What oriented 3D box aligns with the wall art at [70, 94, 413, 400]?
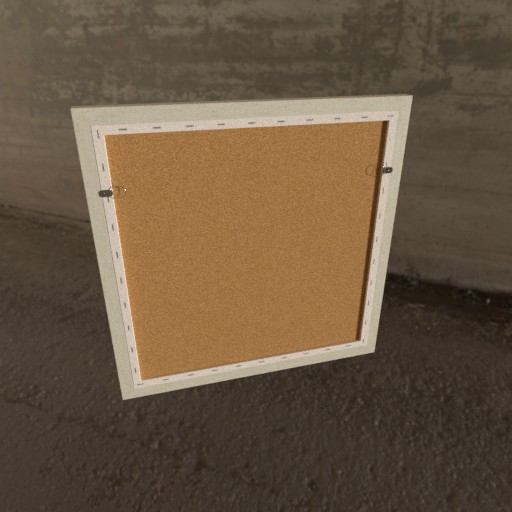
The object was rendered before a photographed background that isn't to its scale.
[{"bbox_3d":[0.000,0.000,1.522,1.016,1.016,0.045,-7,27,-14],"label":"wall art"}]
